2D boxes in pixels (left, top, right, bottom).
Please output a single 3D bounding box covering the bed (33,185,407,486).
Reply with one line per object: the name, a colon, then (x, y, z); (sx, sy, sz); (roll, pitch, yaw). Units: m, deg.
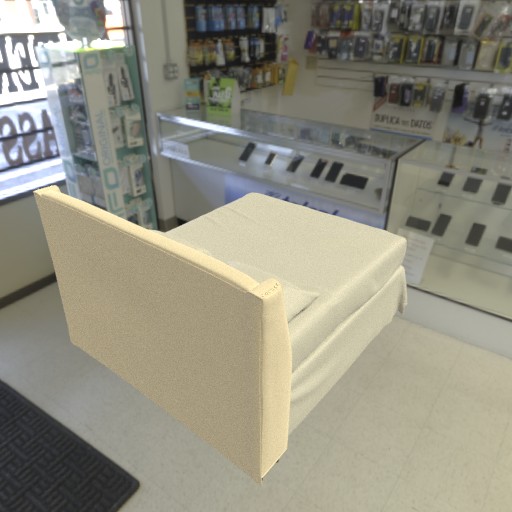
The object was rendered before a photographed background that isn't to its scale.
bed: (0.000, 0.000, 3.417); (1.925, 1.332, 2.276); (22, 37, 33)
